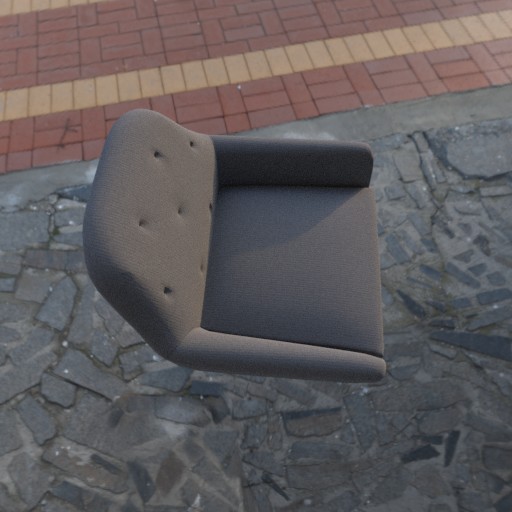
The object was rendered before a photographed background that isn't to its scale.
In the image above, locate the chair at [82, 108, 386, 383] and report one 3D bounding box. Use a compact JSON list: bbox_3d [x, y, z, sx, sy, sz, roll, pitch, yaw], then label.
[{"bbox_3d":[0.000,0.000,1.398,0.779,0.800,0.770,4,64,2],"label":"chair"}]
